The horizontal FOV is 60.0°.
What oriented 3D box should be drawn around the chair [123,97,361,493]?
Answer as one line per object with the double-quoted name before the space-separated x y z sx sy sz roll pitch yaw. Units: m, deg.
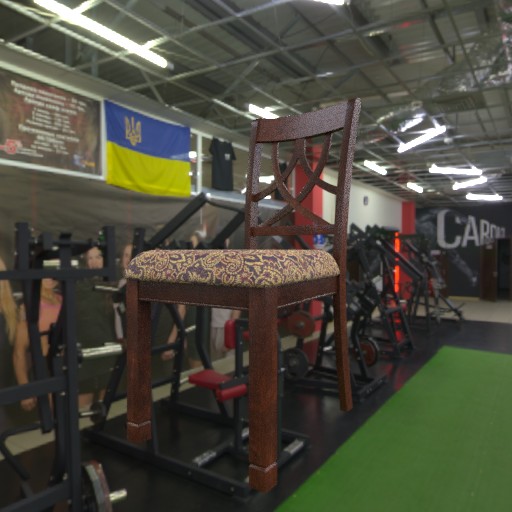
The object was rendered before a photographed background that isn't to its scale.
"chair" 0.000 0.000 1.255 0.457 0.965 0.584 1 1 35
